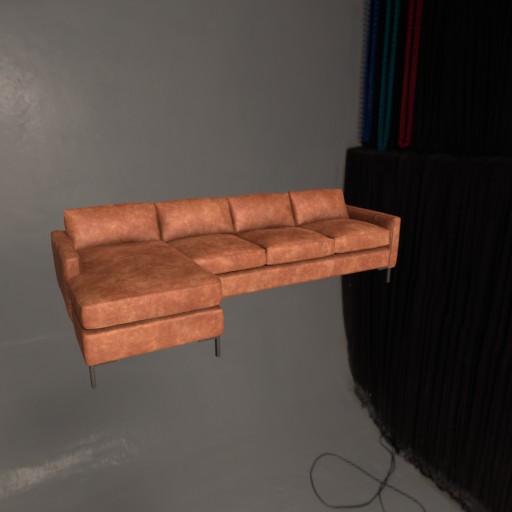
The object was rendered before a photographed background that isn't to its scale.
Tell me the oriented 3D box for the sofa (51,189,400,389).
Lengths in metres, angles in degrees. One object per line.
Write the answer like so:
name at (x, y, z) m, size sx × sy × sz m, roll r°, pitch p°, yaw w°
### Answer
sofa at (0.000, 0.000, 3.698) m, size 2.993 × 0.859 × 1.471 m, roll -8°, pitch 18°, yaw -28°
